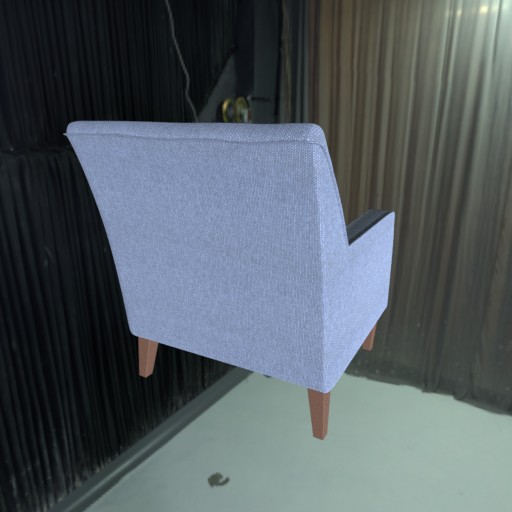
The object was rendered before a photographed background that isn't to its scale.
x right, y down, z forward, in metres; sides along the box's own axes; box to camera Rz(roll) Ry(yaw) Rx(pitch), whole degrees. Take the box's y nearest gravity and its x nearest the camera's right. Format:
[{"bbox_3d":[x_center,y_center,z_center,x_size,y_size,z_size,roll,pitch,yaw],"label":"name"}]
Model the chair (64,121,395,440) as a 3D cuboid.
[{"bbox_3d":[0.000,0.000,1.570,0.780,0.919,0.899,9,20,27],"label":"chair"}]
